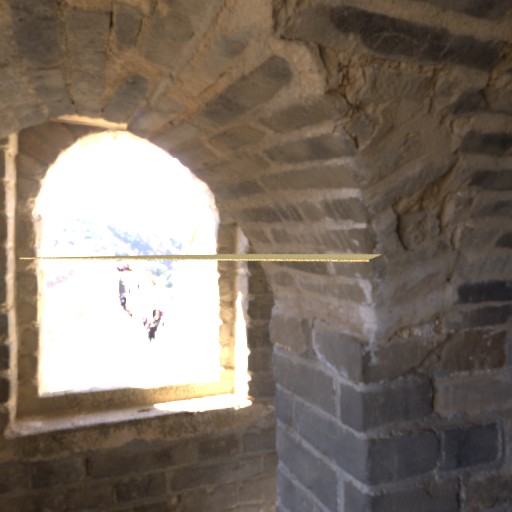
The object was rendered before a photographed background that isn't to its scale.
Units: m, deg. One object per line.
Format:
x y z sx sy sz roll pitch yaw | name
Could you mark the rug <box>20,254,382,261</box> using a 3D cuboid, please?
0.000 0.000 2.862 1.524 0.006 2.286 0 1 17 | rug
